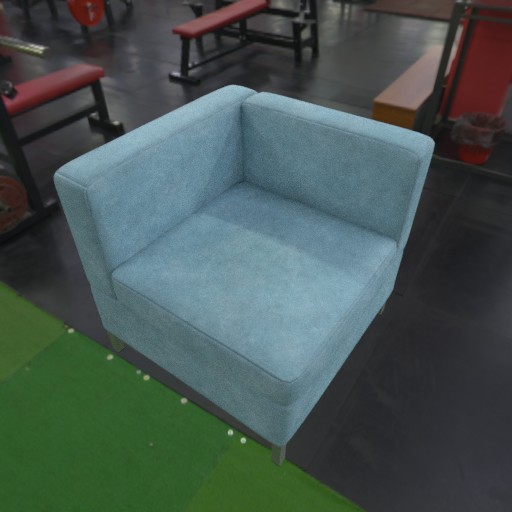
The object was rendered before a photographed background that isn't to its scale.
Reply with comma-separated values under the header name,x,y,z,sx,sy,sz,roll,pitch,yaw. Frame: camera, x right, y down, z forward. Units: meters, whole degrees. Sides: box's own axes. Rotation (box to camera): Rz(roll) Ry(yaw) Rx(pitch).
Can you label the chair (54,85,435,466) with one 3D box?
name,x,y,z,sx,sy,sz,roll,pitch,yaw
chair,0.000,0.000,1.247,0.684,0.660,0.691,25,47,26
